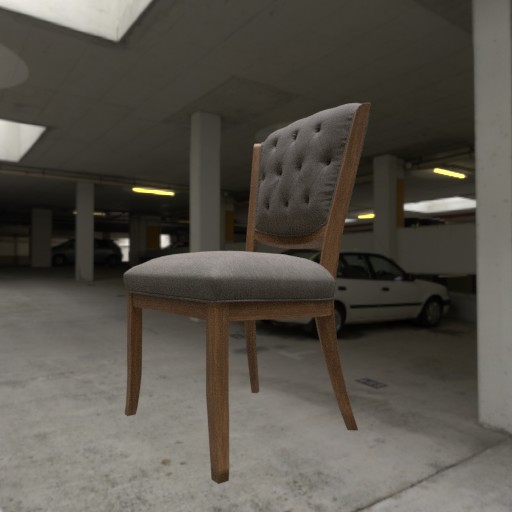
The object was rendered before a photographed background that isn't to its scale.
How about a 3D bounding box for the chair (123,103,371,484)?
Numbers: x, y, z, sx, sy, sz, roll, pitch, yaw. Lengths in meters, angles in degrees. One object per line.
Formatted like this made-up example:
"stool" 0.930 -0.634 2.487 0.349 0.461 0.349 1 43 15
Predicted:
"chair" 0.000 0.000 1.245 0.584 0.905 0.513 1 -2 -36
